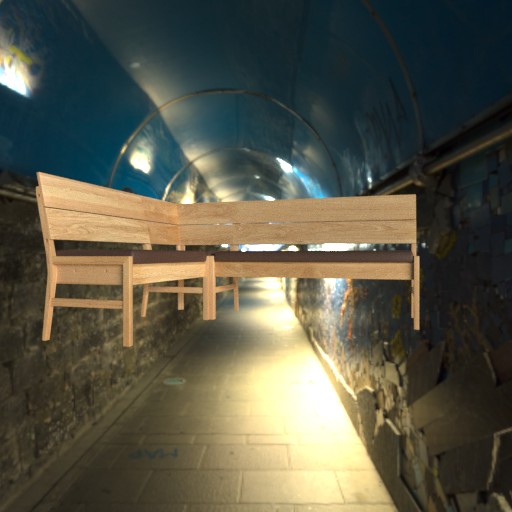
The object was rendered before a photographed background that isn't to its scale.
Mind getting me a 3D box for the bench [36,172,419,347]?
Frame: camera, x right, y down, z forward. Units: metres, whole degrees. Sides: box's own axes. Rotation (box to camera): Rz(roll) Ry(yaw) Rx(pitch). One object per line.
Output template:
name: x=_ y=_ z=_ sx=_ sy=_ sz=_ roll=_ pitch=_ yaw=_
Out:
bench: x=0.000 y=0.000 z=2.796 sx=1.975 sy=0.890 sz=1.549 roll=0 pitch=0 yaw=17
